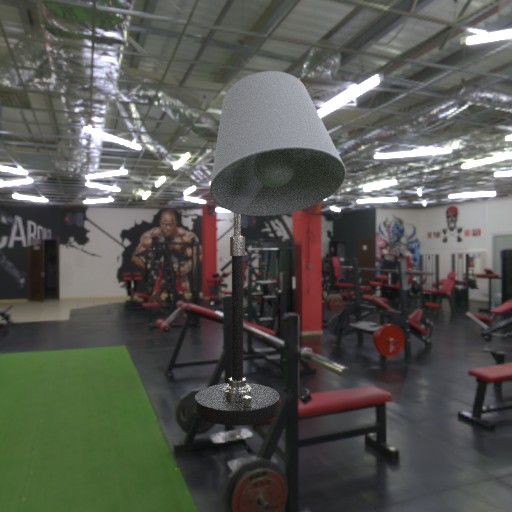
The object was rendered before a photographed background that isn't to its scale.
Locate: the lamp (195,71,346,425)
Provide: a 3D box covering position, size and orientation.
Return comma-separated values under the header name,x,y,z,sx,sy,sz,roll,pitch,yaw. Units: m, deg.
name,x,y,z,sx,sy,sz,roll,pitch,yaw
lamp,0.000,0.000,0.678,0.181,0.539,0.348,0,1,-19
